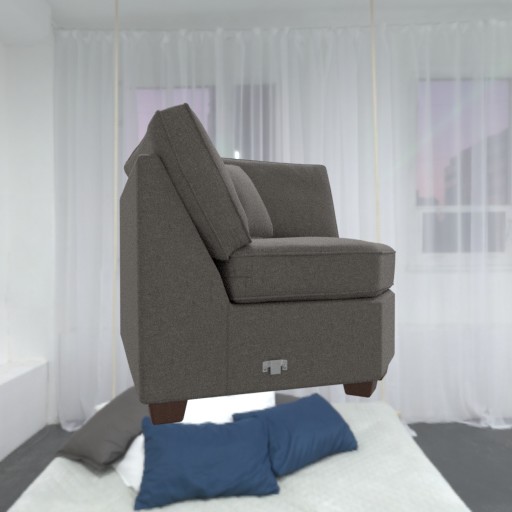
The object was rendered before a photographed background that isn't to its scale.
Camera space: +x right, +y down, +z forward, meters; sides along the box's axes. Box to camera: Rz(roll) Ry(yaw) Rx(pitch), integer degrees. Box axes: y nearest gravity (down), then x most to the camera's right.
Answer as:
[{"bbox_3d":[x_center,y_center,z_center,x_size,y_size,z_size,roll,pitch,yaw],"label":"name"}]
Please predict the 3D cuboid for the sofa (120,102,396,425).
[{"bbox_3d":[0.000,0.000,1.827,1.042,0.951,1.050,0,1,-19],"label":"sofa"}]
